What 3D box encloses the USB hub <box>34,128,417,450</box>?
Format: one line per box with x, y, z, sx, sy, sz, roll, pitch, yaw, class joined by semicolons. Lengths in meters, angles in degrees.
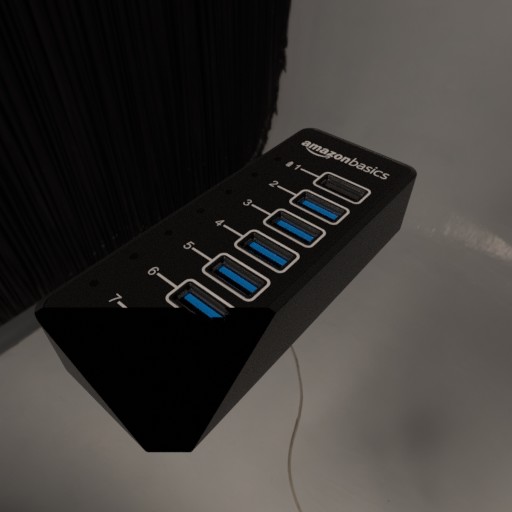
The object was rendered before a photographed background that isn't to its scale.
0.000;0.000;0.128;0.044;0.023;0.110;31;53;27;USB hub
